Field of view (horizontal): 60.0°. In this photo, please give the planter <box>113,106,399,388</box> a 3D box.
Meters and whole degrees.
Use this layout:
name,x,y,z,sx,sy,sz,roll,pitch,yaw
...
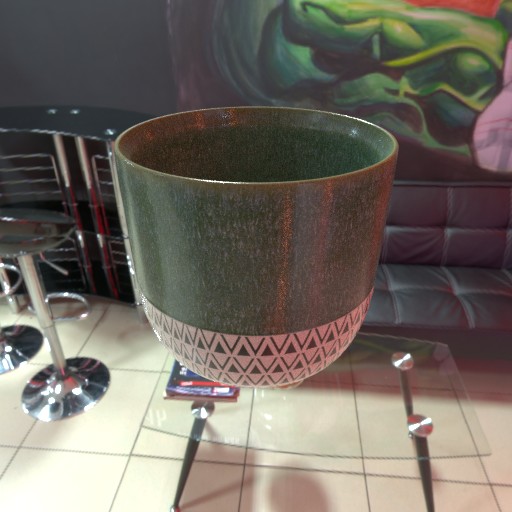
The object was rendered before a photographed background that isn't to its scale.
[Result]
name,x,y,z,sx,sy,sz,roll,pitch,yaw
planter,0.000,0.000,0.495,0.266,0.270,0.266,0,30,0
